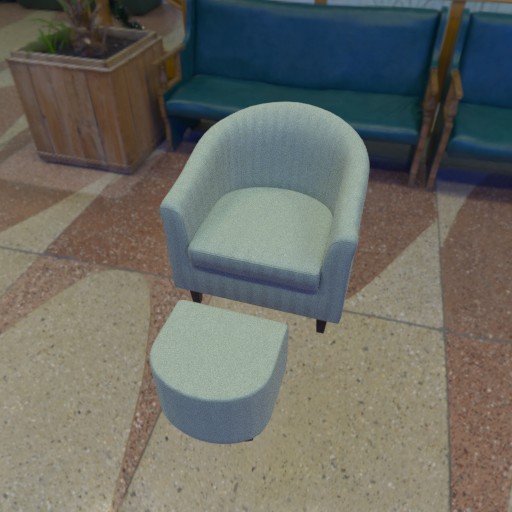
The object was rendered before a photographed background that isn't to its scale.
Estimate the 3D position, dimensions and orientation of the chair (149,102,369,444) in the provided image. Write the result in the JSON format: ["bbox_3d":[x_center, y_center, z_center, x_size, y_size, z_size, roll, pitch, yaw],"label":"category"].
[{"bbox_3d":[0.000,0.000,1.758,0.756,0.757,1.288,11,43,13],"label":"chair"}]
